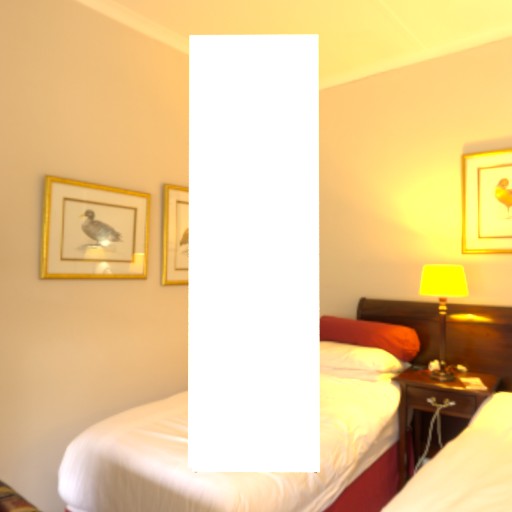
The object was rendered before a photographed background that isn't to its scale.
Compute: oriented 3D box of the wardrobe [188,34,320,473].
[{"bbox_3d":[0.000,0.000,2.959,0.600,2.020,1.830,0,-1,1],"label":"wardrobe"}]
